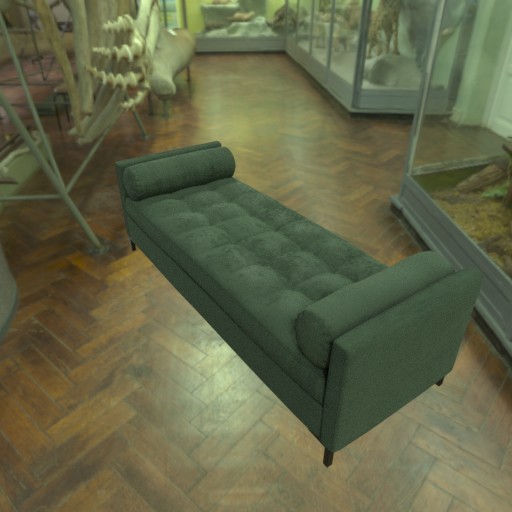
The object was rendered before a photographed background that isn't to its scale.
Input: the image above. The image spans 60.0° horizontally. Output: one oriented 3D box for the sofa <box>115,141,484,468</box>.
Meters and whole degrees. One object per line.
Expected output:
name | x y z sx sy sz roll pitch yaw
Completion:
sofa | 0.000 0.000 2.476 0.817 0.681 2.130 -21 38 -29
